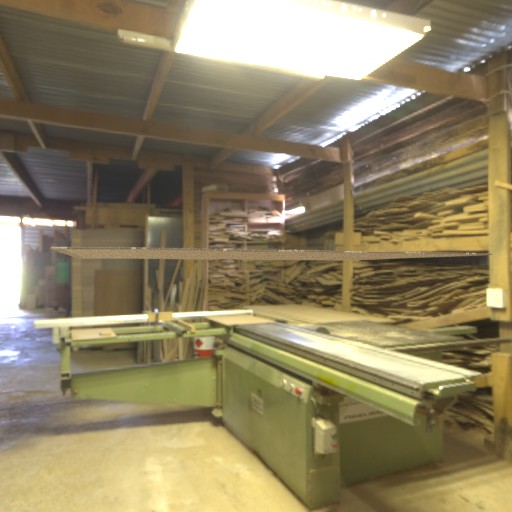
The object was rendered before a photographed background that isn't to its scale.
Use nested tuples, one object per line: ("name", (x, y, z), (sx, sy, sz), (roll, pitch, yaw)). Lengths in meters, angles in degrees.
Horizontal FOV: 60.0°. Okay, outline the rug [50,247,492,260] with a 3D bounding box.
("rug", (0.000, 0.000, 4.345), (3.419, 0.020, 2.441), (1, -2, -18))
